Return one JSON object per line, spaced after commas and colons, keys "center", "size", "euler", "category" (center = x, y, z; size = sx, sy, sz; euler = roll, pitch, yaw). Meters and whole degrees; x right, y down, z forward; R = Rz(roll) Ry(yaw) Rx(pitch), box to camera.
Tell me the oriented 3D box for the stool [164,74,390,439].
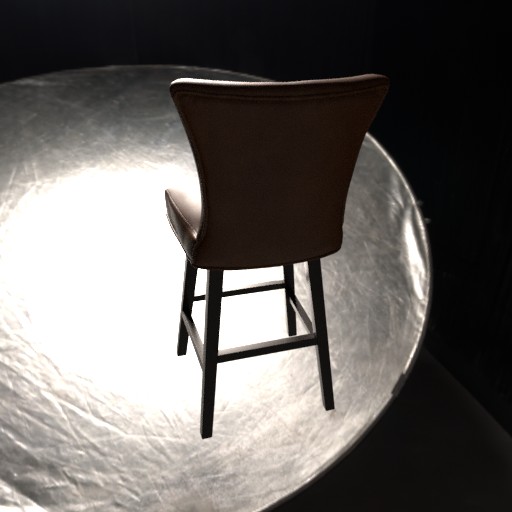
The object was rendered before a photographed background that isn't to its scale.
{"center": [0.000, 0.000, 1.410], "size": [0.522, 1.094, 0.585], "euler": [-7, 27, -14], "category": "stool"}
